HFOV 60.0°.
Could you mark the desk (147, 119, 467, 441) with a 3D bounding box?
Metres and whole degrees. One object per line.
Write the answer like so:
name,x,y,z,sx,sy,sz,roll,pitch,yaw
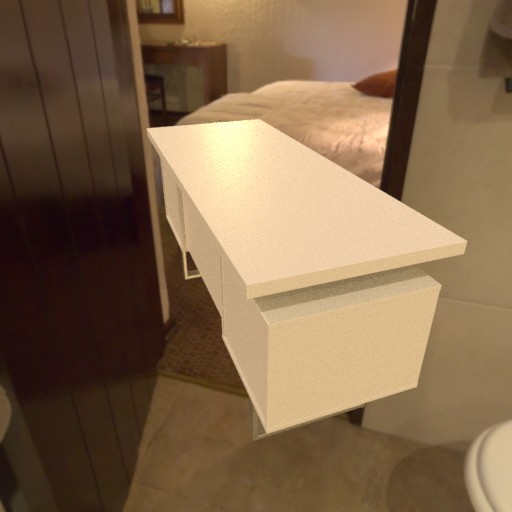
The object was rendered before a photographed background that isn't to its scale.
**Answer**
desk,0.000,0.000,1.866,0.603,0.773,1.530,-10,31,-18
